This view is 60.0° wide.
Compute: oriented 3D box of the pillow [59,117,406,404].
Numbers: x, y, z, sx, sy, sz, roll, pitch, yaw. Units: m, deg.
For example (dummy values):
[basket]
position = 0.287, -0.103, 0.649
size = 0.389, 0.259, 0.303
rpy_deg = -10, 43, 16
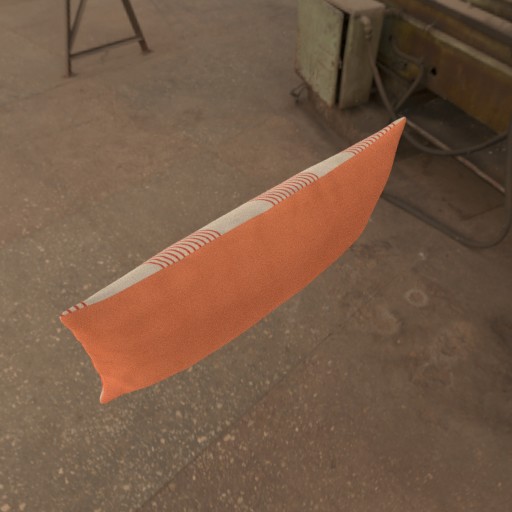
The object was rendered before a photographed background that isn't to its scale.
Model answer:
[pillow]
position = 0.000, 0.000, 0.718
size = 0.608, 0.292, 0.156
rpy_deg = -33, 55, -27
